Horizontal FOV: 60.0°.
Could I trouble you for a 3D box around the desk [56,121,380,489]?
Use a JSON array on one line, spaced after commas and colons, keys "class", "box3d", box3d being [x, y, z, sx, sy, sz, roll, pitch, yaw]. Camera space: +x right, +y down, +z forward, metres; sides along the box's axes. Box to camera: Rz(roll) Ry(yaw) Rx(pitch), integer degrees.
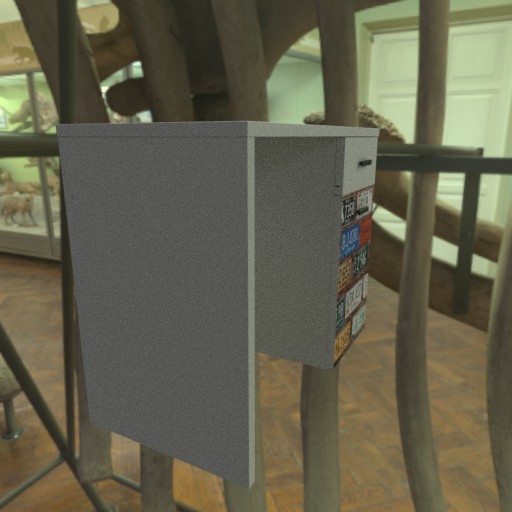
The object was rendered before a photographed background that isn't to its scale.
[{"class": "desk", "box3d": [0.000, 0.000, 1.306, 0.482, 0.730, 0.898, 8, 17, 27]}]
